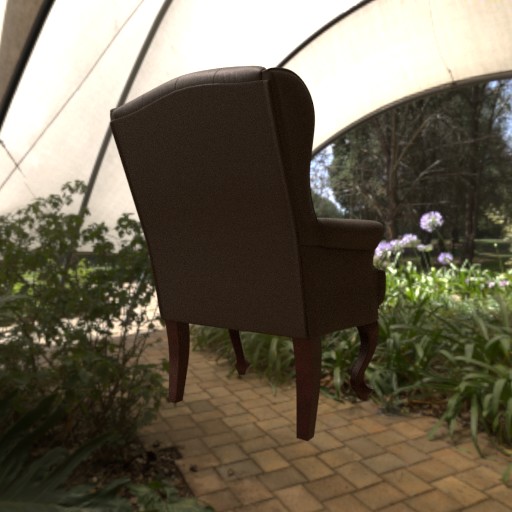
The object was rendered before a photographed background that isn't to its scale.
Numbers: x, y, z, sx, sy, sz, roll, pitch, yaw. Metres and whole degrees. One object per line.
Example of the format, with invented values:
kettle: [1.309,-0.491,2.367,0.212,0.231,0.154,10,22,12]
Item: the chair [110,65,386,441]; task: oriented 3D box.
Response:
chair: [0.000,0.000,1.653,0.829,1.132,0.819,1,1,35]
